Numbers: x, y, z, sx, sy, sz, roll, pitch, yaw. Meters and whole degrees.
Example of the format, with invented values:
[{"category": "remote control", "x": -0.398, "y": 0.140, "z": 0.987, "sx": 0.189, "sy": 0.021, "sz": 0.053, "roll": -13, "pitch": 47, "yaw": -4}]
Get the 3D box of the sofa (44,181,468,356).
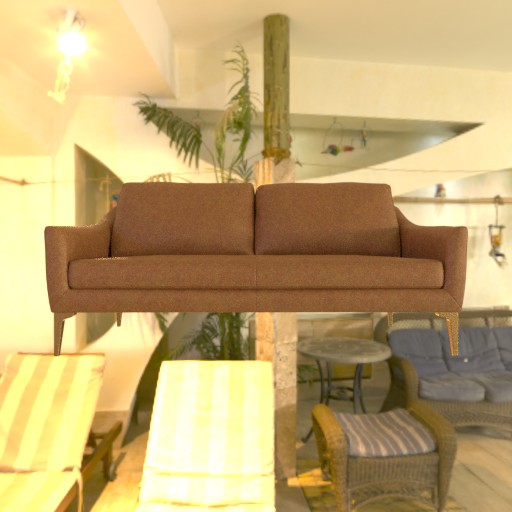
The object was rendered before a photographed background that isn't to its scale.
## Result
[{"category": "sofa", "x": 0.000, "y": 0.000, "z": 2.571, "sx": 2.036, "sy": 0.945, "sz": 0.981, "roll": 0, "pitch": 1, "yaw": 0}]
